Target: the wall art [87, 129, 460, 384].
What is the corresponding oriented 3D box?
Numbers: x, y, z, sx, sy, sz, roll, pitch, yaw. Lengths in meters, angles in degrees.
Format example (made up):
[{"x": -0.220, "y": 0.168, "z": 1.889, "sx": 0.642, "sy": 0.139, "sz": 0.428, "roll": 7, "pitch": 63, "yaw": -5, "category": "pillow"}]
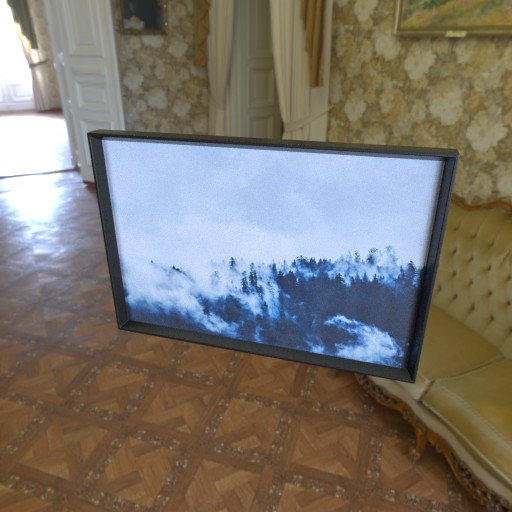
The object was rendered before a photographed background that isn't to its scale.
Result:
[{"x": 0.000, "y": 0.000, "z": 1.242, "sx": 0.939, "sy": 0.640, "sz": 0.058, "roll": 7, "pitch": 26, "yaw": 15, "category": "wall art"}]
